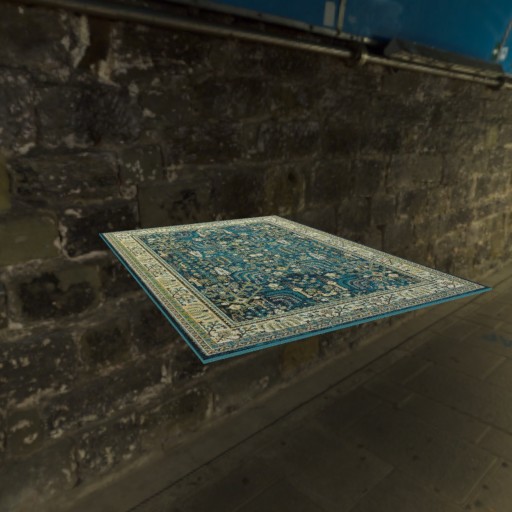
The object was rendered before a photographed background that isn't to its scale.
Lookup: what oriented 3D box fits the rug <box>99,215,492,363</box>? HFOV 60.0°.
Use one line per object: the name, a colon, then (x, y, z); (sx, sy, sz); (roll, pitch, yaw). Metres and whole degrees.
rug: (0.000, 0.000, 2.875); (1.594, 0.013, 2.213); (-8, 18, -27)
